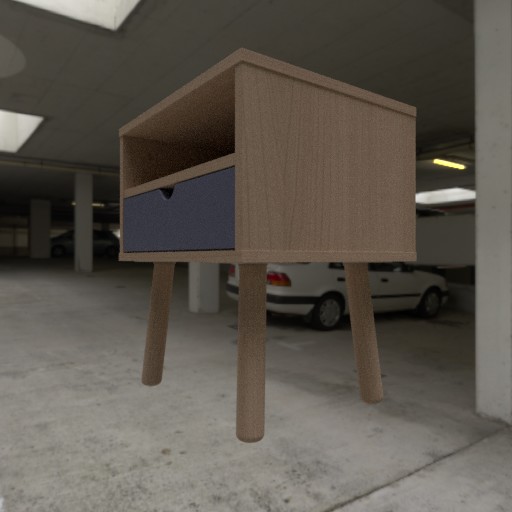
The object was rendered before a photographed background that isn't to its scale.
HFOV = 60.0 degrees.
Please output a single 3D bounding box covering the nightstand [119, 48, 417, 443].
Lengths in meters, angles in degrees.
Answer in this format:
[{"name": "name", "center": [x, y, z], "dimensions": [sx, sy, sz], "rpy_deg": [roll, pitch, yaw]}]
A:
[{"name": "nightstand", "center": [0.000, 0.000, 0.859], "dimensions": [0.380, 0.530, 0.450], "rpy_deg": [0, 0, -37]}]
